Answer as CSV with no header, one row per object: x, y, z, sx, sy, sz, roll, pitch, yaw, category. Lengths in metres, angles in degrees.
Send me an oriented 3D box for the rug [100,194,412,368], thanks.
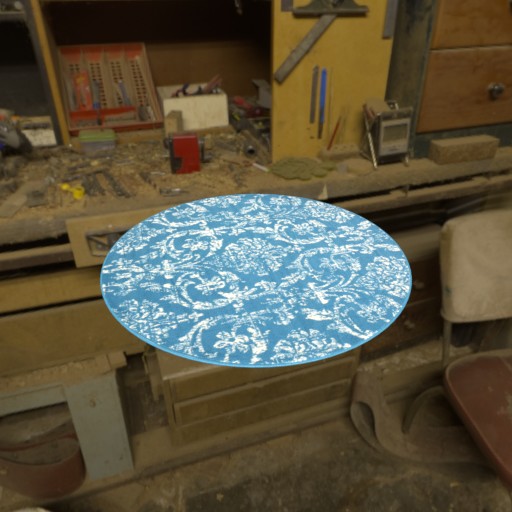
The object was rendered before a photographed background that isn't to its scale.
0.000,0.000,2.364,1.593,0.012,1.593,0,32,0,rug
